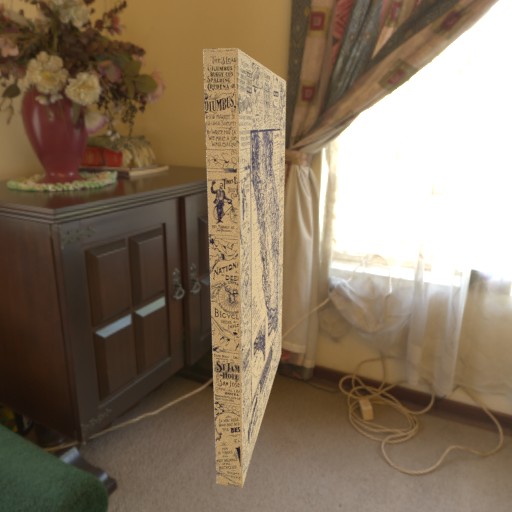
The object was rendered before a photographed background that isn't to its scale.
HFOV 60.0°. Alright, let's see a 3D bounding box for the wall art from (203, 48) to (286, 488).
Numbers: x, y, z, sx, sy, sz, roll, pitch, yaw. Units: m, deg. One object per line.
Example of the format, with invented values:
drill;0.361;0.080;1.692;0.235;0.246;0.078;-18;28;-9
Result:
wall art;0.000;0.000;0.769;0.040;0.601;0.408;3;17;11
